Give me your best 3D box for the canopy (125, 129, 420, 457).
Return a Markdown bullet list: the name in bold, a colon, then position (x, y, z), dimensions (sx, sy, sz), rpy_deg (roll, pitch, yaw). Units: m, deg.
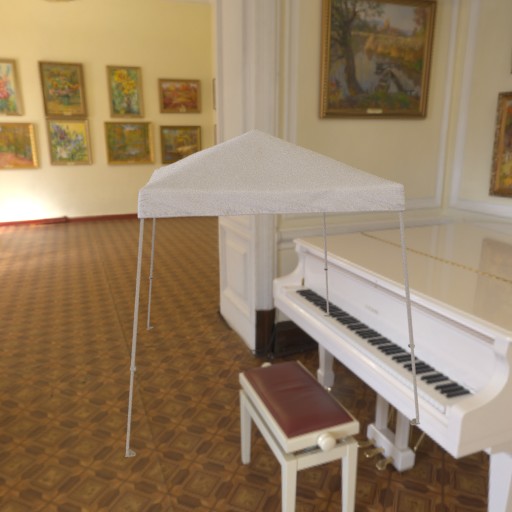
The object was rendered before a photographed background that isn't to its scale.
- **canopy**: position (0.000, 0.000, 6.552), dimensions (3.599, 3.600, 3.600), rpy_deg (-2, 15, -9)
